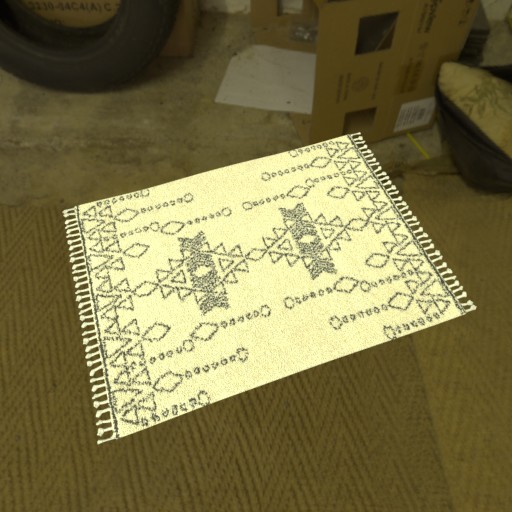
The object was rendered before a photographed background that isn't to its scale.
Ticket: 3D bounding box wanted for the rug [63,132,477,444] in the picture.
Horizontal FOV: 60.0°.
[{"bbox_3d":[0.000,0.000,3.789,3.027,0.028,2.125,-17,60,-10],"label":"rug"}]
